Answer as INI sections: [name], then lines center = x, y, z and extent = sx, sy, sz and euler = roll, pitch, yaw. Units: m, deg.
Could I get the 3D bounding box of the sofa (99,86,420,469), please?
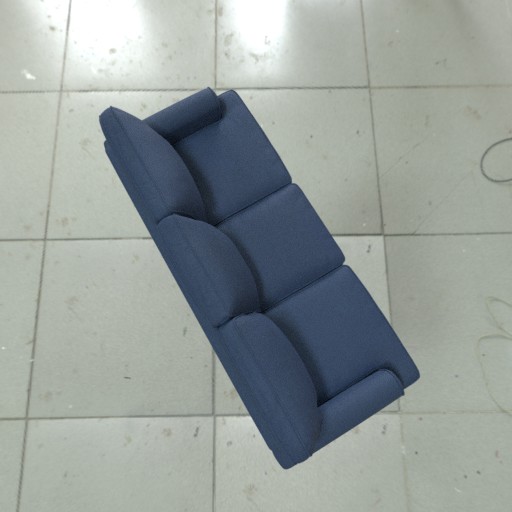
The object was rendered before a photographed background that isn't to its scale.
[sofa]
center = 0.000, 0.000, 2.624
extent = 0.951, 0.965, 2.158
euler = -30, 78, -7
